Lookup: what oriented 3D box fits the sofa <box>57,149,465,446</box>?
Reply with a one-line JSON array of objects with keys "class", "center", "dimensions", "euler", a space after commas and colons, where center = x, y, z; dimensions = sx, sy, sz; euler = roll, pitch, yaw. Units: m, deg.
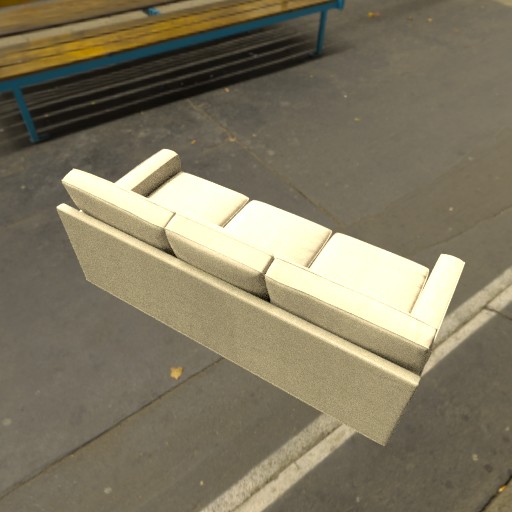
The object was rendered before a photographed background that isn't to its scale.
[{"class": "sofa", "center": [0.000, 0.000, 2.563], "dimensions": [2.093, 0.862, 0.936], "euler": [24, 51, 21]}]
